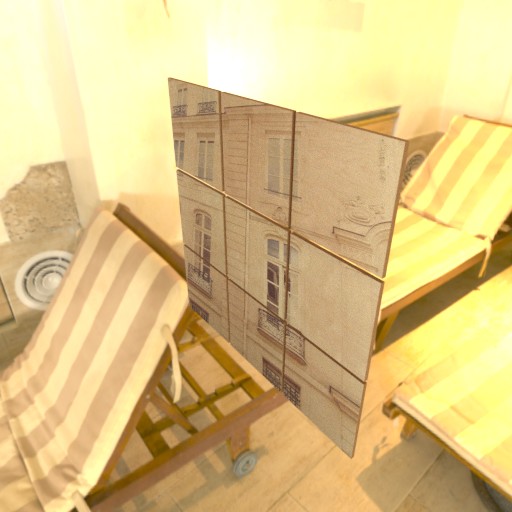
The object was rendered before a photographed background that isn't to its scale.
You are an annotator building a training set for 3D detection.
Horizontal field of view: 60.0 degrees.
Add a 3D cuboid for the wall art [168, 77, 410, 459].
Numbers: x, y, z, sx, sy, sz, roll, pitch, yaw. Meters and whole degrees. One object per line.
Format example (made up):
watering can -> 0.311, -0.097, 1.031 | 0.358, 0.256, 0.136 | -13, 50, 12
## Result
wall art -> 0.000, 0.000, 1.351 | 0.018, 0.913, 0.915 | -21, 37, -32
